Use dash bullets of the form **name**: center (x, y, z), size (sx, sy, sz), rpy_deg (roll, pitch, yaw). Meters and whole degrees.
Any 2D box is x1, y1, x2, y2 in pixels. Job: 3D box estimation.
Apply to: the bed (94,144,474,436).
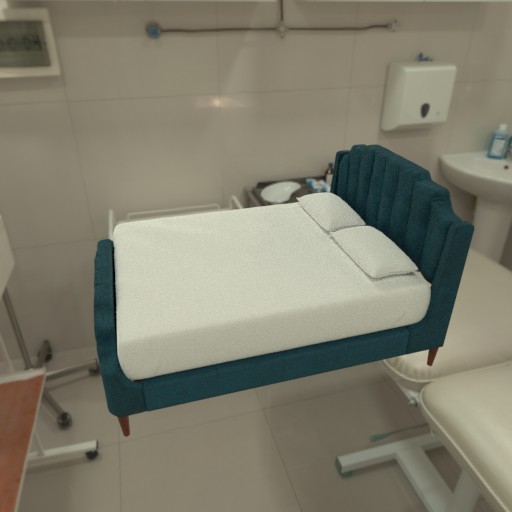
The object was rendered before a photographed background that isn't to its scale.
- **bed**: center (0.000, 0.000, 3.346), size (2.322, 1.351, 1.676), rpy_deg (-8, 31, -14)
